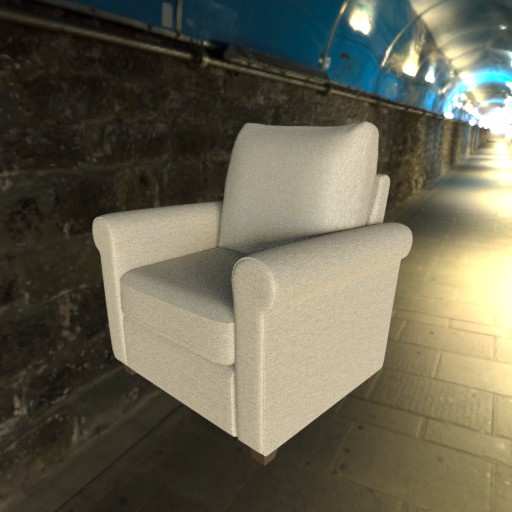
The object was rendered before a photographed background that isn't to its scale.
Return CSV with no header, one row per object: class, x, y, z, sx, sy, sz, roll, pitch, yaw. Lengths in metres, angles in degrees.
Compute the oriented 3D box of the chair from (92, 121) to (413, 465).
chair,0.000,0.000,2.325,1.275,1.349,1.180,15,22,41
